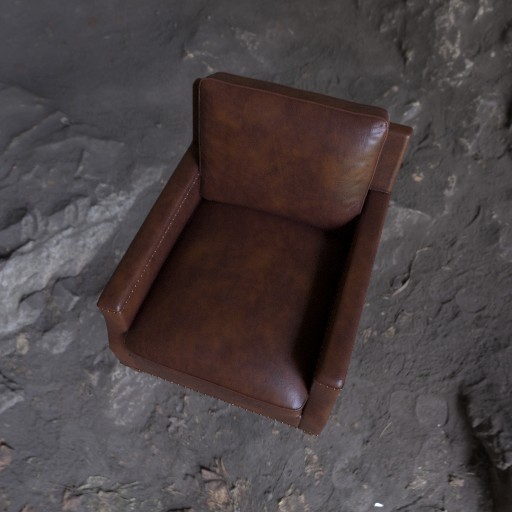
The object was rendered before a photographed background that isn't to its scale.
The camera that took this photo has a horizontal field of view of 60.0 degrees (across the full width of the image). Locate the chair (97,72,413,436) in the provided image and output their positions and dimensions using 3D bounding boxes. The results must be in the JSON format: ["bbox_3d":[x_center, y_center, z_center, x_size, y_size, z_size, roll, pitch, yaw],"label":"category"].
[{"bbox_3d":[0.000,0.000,1.692,0.853,0.929,1.014,17,60,10],"label":"chair"}]
